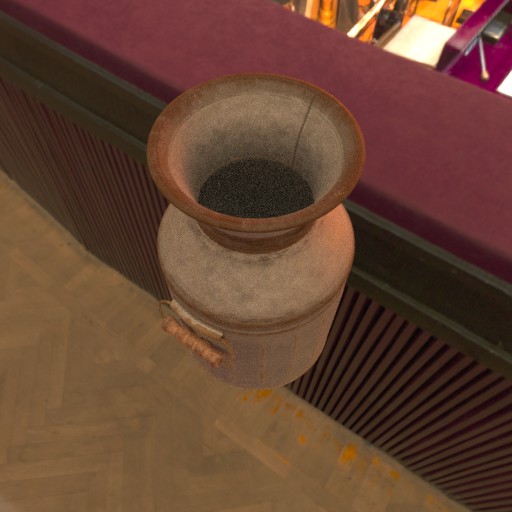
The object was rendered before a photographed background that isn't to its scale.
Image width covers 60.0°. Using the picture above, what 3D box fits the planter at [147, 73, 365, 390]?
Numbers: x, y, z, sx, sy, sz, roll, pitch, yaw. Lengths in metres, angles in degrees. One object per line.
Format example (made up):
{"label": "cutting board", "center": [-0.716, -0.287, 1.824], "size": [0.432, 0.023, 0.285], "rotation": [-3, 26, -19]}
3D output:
{"label": "planter", "center": [0.000, 0.000, 0.511], "size": [0.215, 0.358, 0.248], "rotation": [32, 64, 18]}
